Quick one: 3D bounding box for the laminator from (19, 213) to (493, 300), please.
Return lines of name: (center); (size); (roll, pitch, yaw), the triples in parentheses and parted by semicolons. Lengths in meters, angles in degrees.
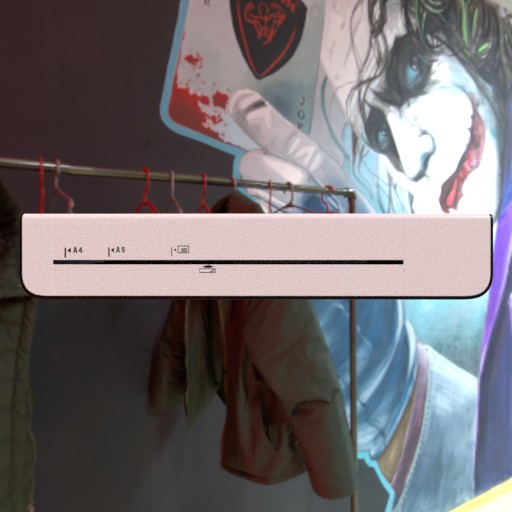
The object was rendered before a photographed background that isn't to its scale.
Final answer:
laminator: (0.000, 0.000, 0.379); (0.340, 0.062, 0.123); (0, 0, 0)
